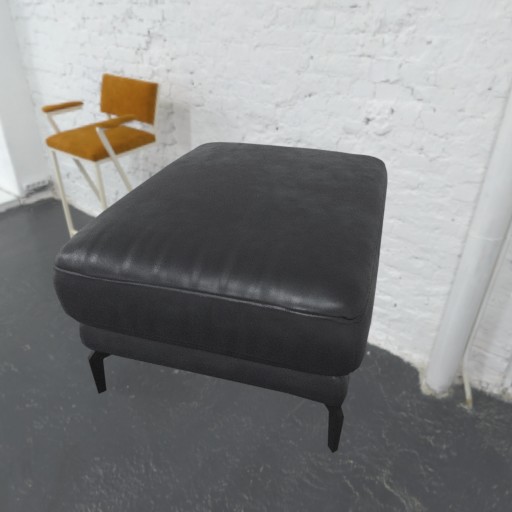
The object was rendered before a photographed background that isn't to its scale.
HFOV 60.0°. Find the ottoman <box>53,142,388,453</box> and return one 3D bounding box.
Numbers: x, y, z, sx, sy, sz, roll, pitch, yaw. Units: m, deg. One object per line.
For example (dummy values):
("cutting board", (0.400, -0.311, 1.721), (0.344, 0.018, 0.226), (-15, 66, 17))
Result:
("ottoman", (0.000, 0.000, 1.082), (0.570, 0.402, 0.764), (9, 31, 14))
